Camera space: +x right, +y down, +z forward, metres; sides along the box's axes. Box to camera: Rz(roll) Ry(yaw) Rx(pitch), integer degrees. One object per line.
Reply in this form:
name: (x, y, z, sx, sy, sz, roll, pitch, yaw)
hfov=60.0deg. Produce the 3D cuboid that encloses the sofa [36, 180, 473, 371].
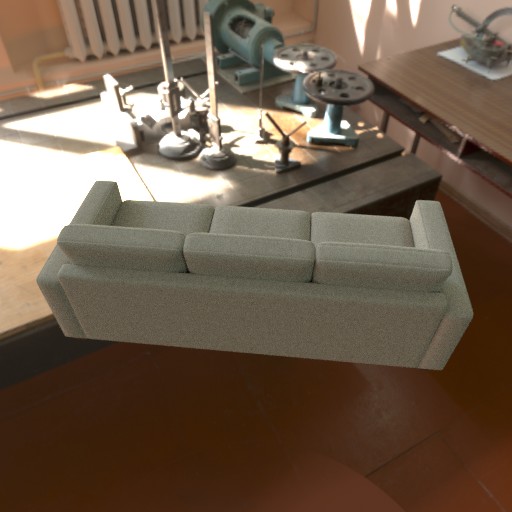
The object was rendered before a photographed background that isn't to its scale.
sofa: (0.000, 0.000, 2.565, 2.160, 0.800, 0.900, 4, 46, 4)
